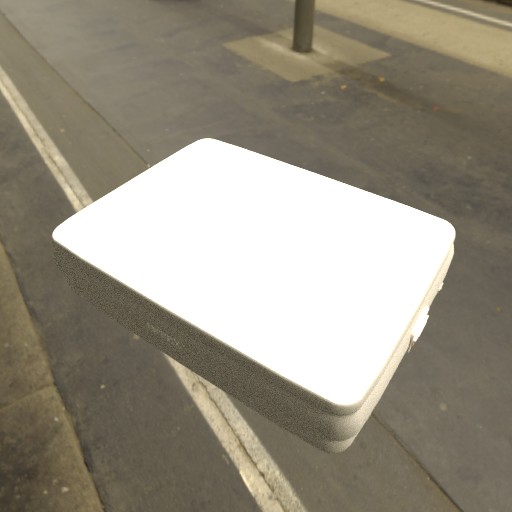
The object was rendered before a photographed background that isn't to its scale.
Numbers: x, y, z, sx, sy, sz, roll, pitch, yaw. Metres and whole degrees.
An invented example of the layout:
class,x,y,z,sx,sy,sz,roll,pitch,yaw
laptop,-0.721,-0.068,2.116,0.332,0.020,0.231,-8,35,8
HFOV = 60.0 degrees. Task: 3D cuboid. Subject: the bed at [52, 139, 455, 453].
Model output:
class,x,y,z,sx,sy,sz,roll,pitch,yaw
bed,0.000,0.000,2.675,2.036,0.460,1.520,25,48,25
